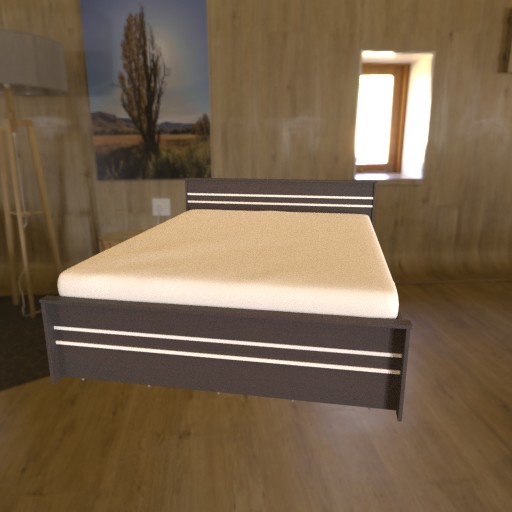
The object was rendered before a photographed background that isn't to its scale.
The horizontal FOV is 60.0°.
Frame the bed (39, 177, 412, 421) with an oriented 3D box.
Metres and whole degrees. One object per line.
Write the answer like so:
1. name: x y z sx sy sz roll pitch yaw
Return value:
1. bed: 0.000 0.000 2.892 1.634 0.808 2.103 3 15 10
